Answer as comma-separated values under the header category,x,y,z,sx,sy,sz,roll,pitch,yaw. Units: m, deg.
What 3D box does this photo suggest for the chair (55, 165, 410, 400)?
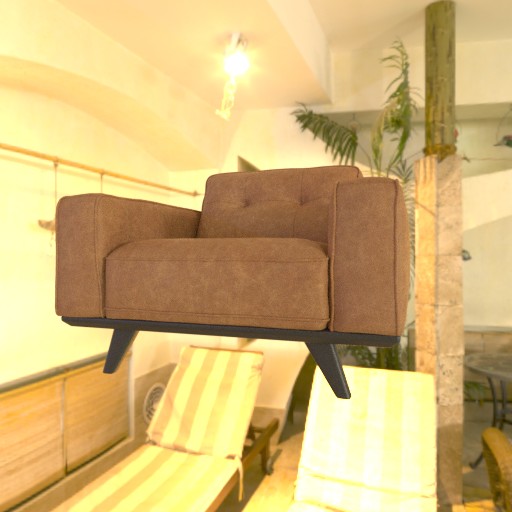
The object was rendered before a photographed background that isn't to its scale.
category,x,y,z,sx,sy,sz,roll,pitch,yaw
chair,0.000,0.000,1.705,1.118,0.782,0.952,0,0,19
